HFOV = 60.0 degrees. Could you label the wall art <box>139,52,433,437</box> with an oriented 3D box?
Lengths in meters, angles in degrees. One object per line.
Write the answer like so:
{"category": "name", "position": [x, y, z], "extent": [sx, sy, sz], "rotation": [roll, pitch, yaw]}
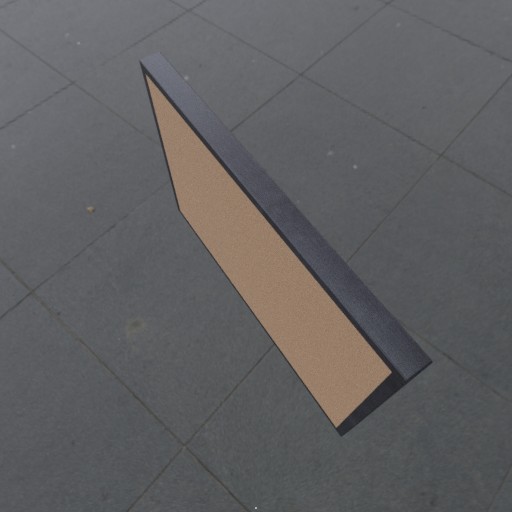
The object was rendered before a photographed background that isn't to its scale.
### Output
{"category": "wall art", "position": [0.000, 0.000, 0.759], "extent": [0.038, 0.409, 0.610], "rotation": [-30, 65, -16]}
